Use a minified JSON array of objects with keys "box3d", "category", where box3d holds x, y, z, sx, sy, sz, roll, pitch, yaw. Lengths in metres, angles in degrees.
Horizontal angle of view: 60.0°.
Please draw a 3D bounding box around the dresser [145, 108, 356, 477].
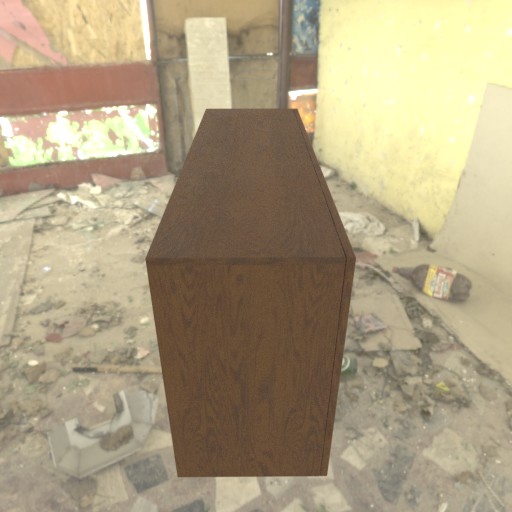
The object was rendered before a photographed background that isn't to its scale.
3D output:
[{"box3d":[0.000,0.000,1.883,0.512,0.889,1.523,0,31,0],"category":"dresser"}]
